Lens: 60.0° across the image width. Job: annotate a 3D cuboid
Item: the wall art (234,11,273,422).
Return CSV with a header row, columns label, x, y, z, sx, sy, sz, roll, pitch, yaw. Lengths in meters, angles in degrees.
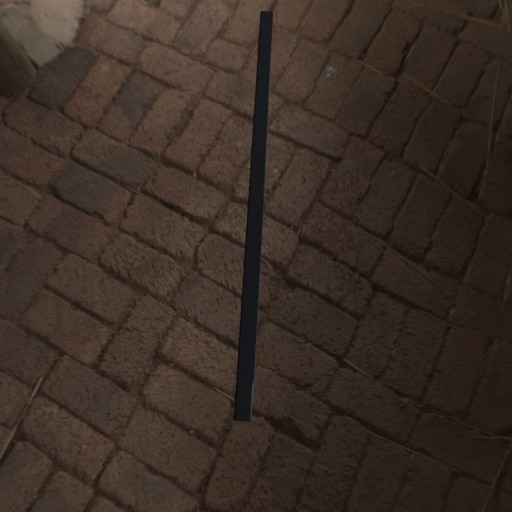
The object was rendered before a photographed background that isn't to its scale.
label,x,y,z,sx,sy,sz,roll,pitch,yaw
wall art,0.000,0.000,0.490,0.010,0.361,0.311,3,75,1
